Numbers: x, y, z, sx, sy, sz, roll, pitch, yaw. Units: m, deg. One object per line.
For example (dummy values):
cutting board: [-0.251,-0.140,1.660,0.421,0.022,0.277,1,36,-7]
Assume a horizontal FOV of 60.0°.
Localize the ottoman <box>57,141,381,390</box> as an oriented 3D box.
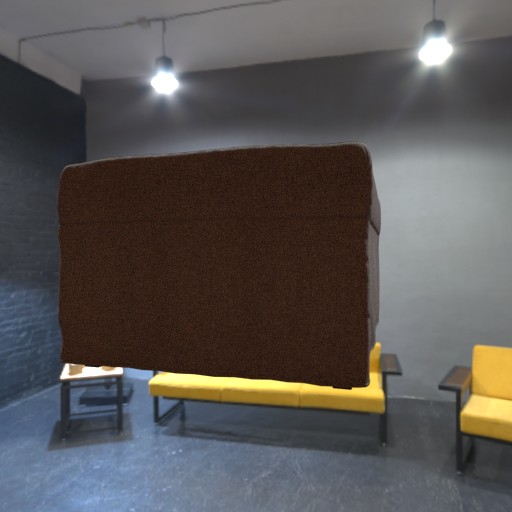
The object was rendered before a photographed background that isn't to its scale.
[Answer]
ottoman: [0.000,0.000,1.227,0.652,0.492,0.833,0,0,17]
